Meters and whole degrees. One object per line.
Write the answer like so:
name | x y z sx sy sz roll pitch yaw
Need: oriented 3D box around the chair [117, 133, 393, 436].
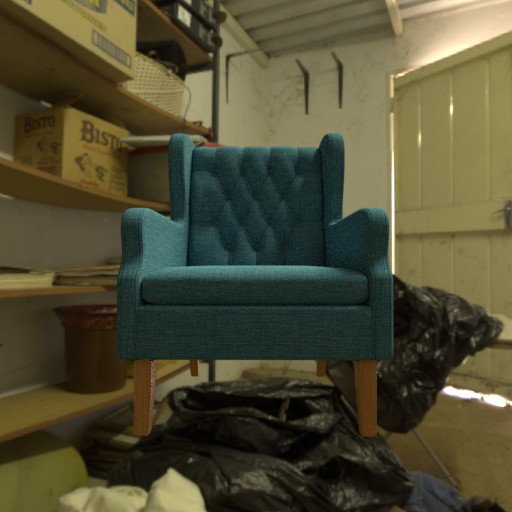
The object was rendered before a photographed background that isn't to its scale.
chair | 0.000 0.000 1.521 0.711 0.952 0.775 0 -1 1
